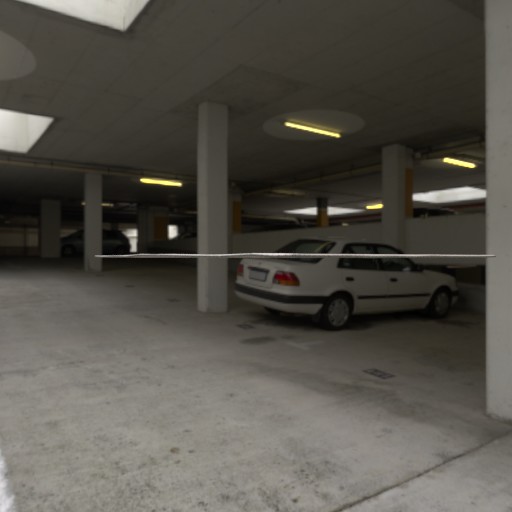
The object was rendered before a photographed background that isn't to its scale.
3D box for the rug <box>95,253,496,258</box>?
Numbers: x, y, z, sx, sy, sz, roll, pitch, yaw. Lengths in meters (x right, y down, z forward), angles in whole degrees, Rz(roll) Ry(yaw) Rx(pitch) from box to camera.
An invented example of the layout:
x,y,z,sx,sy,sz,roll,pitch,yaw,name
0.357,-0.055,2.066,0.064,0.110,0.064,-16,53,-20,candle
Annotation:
x,y,z,sx,sy,sz,roll,pitch,yaw,name
0.000,0.000,1.051,0.511,0.008,0.869,0,0,-36,rug
